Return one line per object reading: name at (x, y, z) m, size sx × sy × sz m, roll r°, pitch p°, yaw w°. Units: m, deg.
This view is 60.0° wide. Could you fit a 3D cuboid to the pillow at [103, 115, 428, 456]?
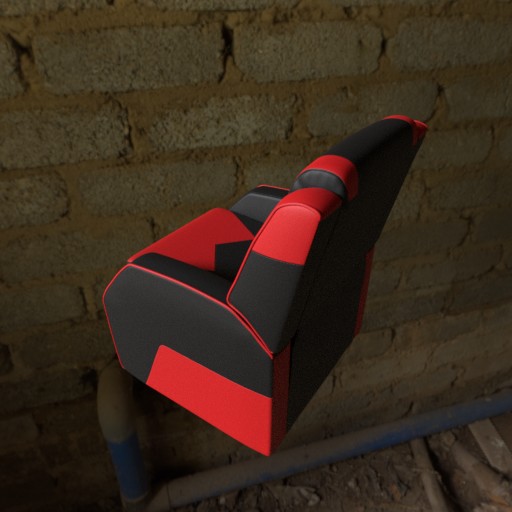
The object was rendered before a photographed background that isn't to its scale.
pillow at (0.000, 0.000, 1.274) m, size 0.672 × 0.805 × 0.620 m, roll 20°, pitch 37°, yaw 28°
